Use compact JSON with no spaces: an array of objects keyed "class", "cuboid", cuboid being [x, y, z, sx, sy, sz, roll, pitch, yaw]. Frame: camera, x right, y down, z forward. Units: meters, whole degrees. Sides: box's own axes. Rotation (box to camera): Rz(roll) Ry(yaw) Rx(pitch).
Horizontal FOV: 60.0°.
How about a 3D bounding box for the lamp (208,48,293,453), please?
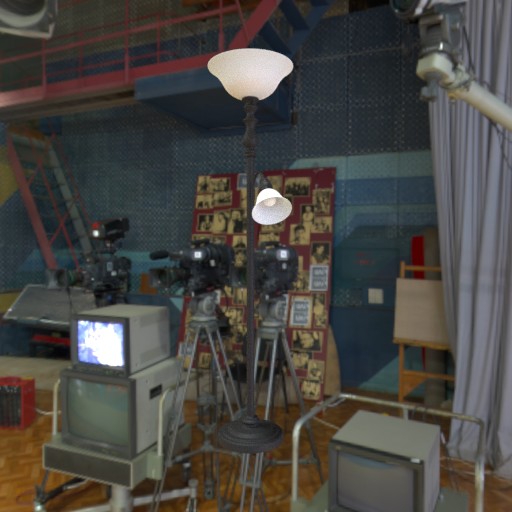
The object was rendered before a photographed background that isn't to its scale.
[{"class":"lamp","cuboid":[0.000,0.000,2.046,0.405,1.793,0.588,0,1,-17]}]
